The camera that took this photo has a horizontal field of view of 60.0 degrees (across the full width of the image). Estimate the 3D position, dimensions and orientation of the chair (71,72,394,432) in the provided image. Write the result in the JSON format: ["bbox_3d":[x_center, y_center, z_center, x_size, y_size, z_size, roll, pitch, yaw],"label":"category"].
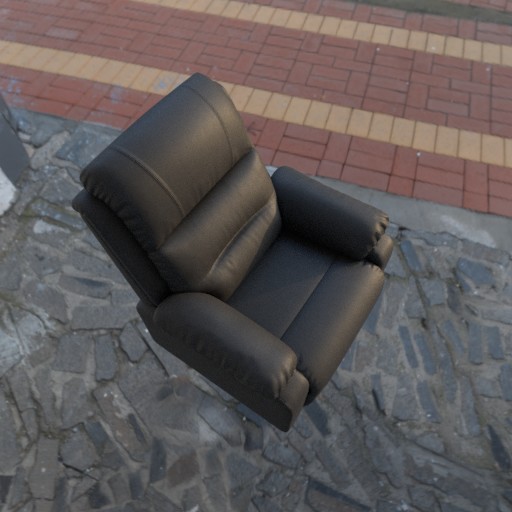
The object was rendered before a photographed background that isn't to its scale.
[{"bbox_3d":[0.000,0.000,1.673,0.919,0.992,0.855,30,64,17],"label":"chair"}]
